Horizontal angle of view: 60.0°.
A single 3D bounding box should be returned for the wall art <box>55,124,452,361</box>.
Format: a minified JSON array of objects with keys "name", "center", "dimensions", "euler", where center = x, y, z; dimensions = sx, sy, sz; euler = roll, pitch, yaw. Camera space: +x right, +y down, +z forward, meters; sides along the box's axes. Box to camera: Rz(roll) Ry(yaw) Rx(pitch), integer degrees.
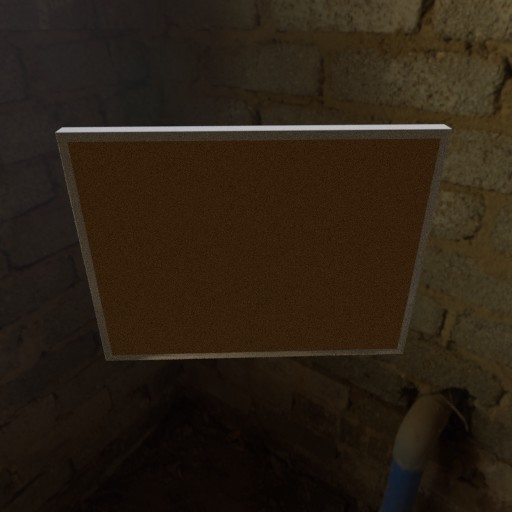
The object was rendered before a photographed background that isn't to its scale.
[{"name":"wall art","center":[0.000,0.000,1.380],"dimensions":[1.041,0.787,0.053],"euler":[-1,30,-2]}]
